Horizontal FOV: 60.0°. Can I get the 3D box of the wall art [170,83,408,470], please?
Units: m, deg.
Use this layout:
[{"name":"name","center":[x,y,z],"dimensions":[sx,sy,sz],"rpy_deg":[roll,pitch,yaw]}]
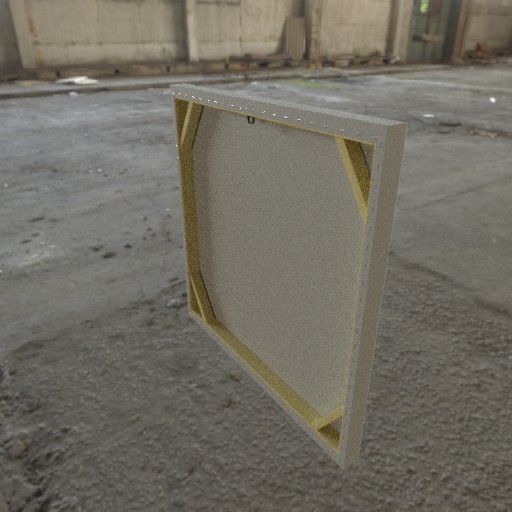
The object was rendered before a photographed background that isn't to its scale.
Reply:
[{"name":"wall art","center":[0.000,0.000,0.903],"dimensions":[0.038,0.610,0.610],"rpy_deg":[-17,31,-31]}]
